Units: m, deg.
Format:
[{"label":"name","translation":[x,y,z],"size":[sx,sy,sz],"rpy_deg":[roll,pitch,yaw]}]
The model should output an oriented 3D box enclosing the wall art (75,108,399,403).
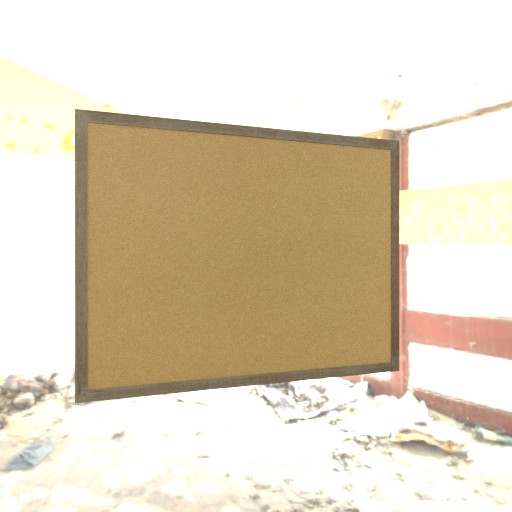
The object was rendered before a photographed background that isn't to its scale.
[{"label":"wall art","translation":[0.000,0.000,1.337],"size":[1.012,0.774,0.019],"rpy_deg":[0,0,-19]}]
